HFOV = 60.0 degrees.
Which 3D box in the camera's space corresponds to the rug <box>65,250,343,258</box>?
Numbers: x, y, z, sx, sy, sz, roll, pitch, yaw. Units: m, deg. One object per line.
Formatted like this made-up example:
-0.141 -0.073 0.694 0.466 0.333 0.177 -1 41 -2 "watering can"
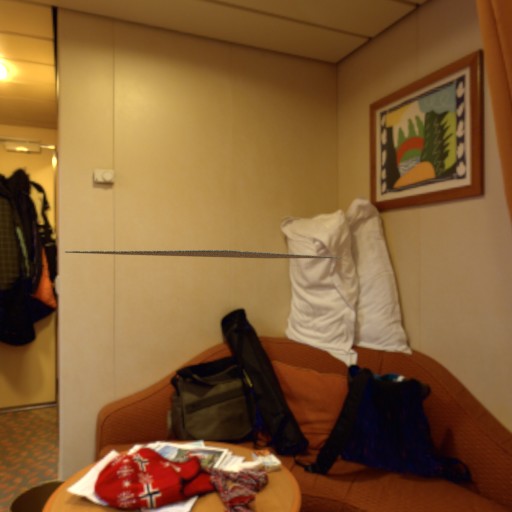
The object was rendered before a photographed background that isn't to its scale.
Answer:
0.000 0.000 2.740 0.688 0.008 2.443 0 -1 20 "rug"
